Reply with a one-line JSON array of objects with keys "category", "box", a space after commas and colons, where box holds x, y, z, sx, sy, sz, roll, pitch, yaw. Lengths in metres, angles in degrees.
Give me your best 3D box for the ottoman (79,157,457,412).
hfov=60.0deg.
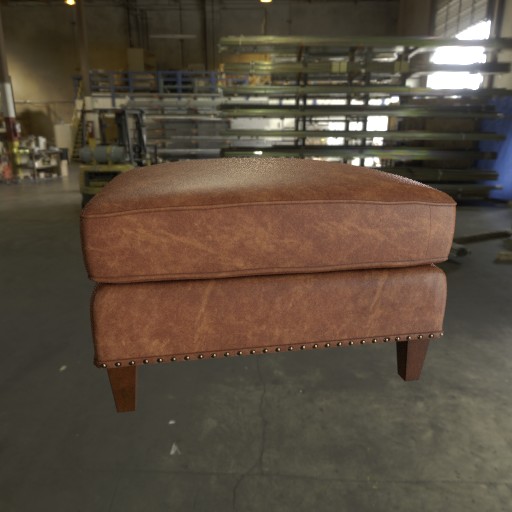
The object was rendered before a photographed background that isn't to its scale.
[{"category": "ottoman", "box": [0.000, 0.000, 1.138, 0.742, 0.486, 0.586, -3, 16, -10]}]
